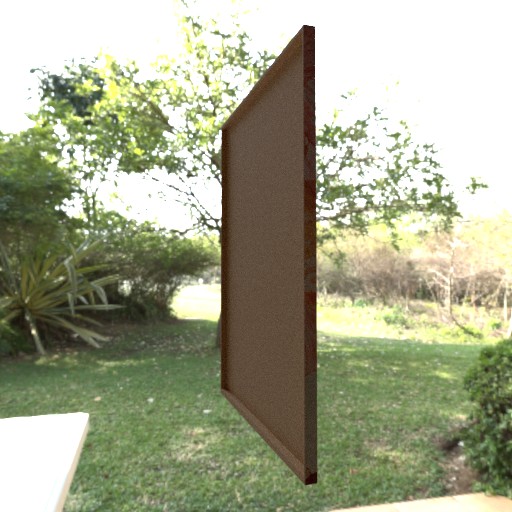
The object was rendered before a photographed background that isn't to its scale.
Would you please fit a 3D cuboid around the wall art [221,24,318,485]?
[{"bbox_3d":[0.000,0.000,1.338,0.031,1.015,0.762,1,-2,-18],"label":"wall art"}]
